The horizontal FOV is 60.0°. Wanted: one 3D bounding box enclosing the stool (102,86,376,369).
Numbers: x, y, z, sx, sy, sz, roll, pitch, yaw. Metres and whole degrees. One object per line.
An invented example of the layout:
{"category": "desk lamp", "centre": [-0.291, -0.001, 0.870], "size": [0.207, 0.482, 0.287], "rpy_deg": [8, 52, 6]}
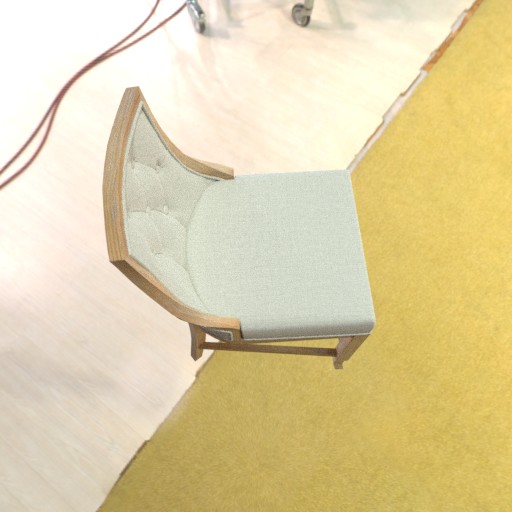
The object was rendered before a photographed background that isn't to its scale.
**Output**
{"category": "stool", "centre": [0.000, 0.000, 1.337], "size": [0.626, 0.938, 0.524], "rpy_deg": [-3, 65, -1]}
